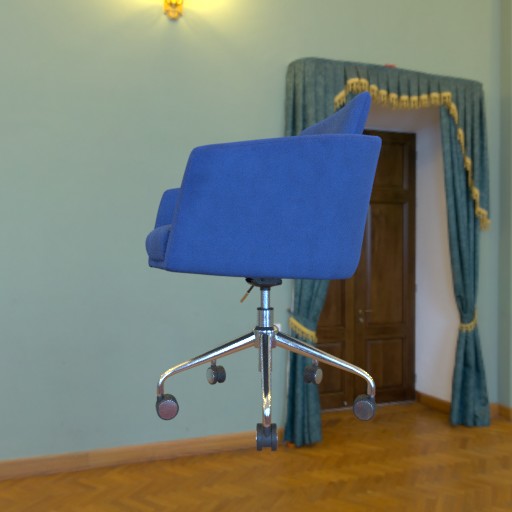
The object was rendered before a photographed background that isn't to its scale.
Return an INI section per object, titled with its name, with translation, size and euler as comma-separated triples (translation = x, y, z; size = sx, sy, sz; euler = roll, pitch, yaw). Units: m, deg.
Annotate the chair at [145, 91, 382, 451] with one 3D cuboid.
[chair]
translation = 0.000, 0.000, 1.323
size = 0.635, 0.908, 0.641
euler = 0, 0, -17
